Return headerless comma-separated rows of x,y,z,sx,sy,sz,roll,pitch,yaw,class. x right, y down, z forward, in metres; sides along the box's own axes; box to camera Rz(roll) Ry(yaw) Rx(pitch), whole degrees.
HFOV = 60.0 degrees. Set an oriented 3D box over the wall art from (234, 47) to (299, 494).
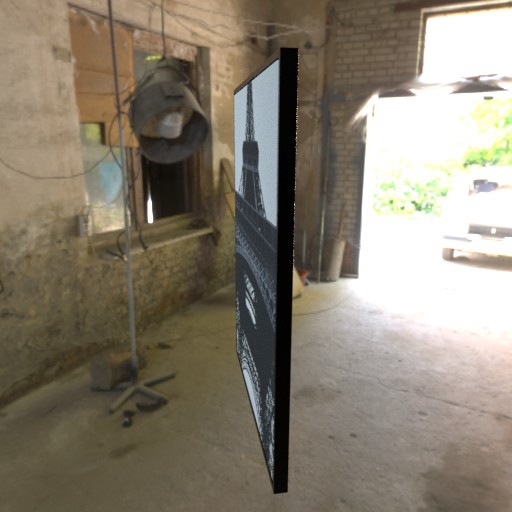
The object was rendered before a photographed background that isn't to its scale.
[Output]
0.000,0.000,1.396,0.040,1.062,0.805,-2,15,-9,wall art
